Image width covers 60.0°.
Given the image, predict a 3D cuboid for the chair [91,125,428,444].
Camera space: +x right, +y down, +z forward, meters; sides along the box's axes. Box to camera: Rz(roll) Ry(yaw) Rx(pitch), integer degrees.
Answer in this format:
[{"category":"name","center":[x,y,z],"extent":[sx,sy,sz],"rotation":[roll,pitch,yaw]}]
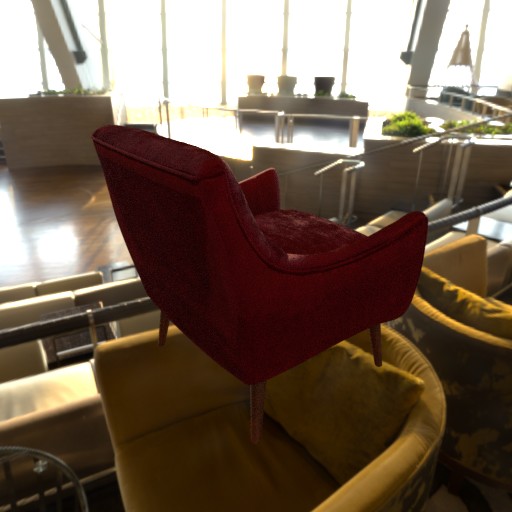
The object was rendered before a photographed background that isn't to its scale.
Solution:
[{"category":"chair","center":[0.000,0.000,1.450],"extent":[0.787,0.838,0.762],"rotation":[-18,30,-34]}]
